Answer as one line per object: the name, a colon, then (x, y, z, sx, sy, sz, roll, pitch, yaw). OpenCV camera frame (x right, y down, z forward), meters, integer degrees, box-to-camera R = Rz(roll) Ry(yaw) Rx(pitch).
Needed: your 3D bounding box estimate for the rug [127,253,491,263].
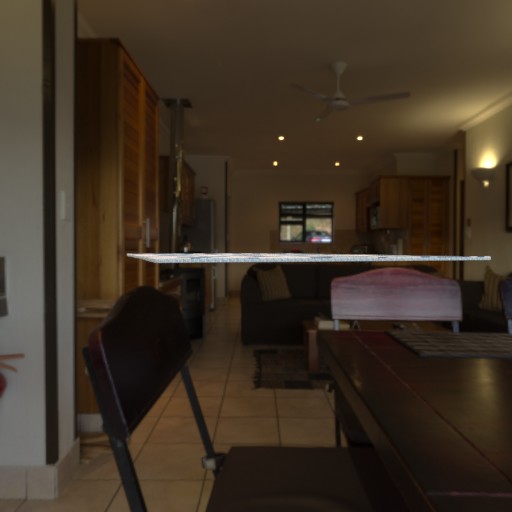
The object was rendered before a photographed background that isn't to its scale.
rug: (0.000, 0.000, 2.312, 1.235, 0.014, 1.829, 0, 1, -18)
